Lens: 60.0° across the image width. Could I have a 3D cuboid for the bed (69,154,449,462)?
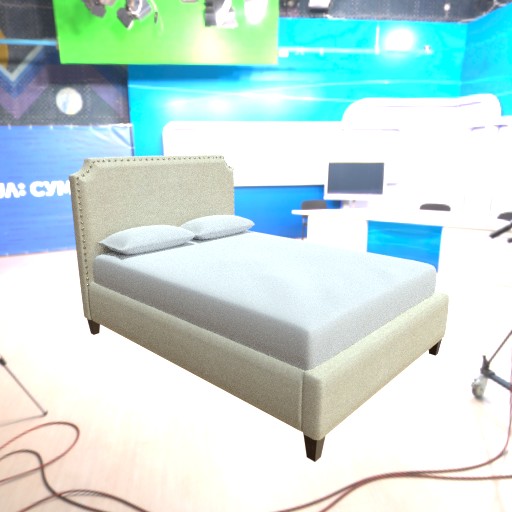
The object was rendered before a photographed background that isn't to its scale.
[{"bbox_3d":[0.000,0.000,3.403,2.381,1.457,1.713,13,19,41],"label":"bed"}]
